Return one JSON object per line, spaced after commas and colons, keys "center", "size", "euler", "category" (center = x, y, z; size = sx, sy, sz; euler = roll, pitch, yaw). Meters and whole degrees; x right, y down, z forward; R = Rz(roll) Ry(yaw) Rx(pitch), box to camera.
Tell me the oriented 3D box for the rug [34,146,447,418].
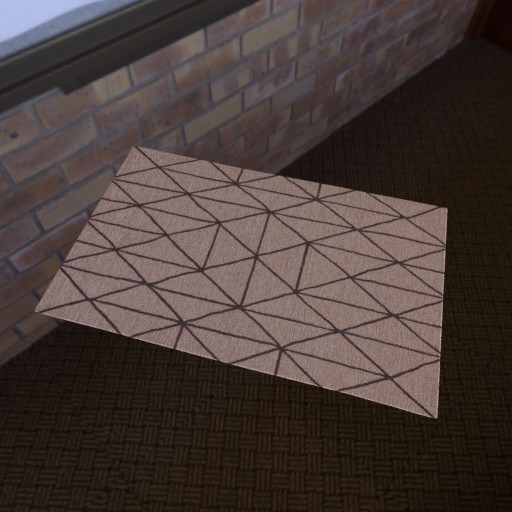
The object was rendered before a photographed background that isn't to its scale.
{"center": [0.000, 0.000, 2.999], "size": [2.465, 0.008, 1.526], "euler": [13, 58, 8], "category": "rug"}
